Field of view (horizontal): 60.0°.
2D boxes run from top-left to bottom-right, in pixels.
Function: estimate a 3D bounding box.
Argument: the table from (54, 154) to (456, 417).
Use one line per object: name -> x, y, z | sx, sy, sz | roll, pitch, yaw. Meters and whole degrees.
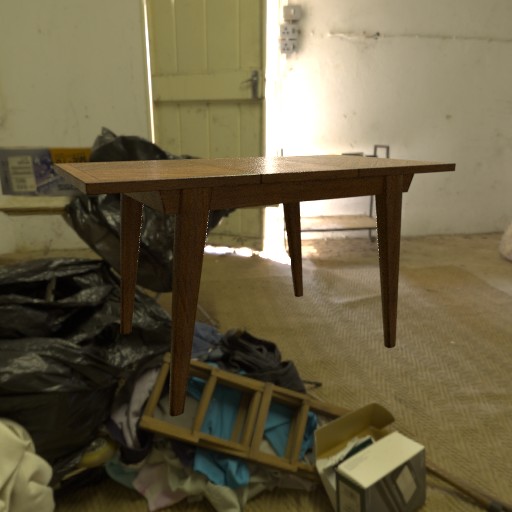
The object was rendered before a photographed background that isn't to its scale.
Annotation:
table -> 0.000, 0.000, 1.857 | 1.400, 0.760, 0.757 | -9, 18, -28
